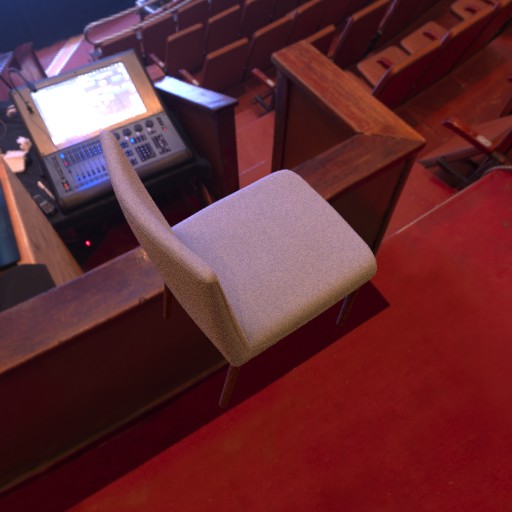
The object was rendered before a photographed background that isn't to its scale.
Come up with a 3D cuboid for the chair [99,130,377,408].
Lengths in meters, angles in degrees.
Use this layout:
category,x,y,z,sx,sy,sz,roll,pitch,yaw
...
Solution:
category,x,y,z,sx,sy,sz,roll,pitch,yaw
chair,0.000,0.000,1.230,0.570,0.859,0.456,-30,63,-17
